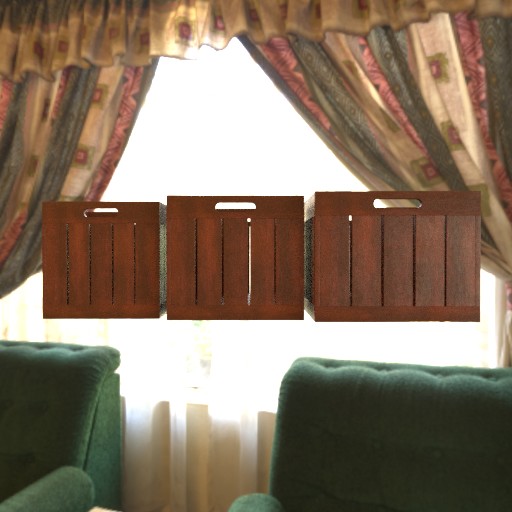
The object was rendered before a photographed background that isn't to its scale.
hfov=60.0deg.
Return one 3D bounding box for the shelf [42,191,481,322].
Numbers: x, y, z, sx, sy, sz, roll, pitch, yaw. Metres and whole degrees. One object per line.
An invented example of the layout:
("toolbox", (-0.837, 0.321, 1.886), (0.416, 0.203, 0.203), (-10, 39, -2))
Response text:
("shelf", (0.000, 0.000, 1.246), (1.064, 0.311, 0.393), (0, 0, 0))
